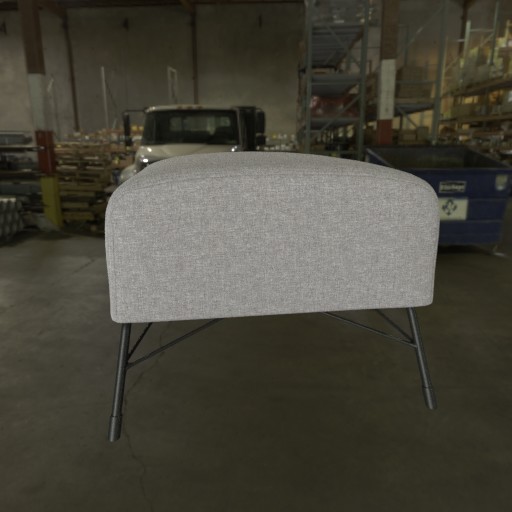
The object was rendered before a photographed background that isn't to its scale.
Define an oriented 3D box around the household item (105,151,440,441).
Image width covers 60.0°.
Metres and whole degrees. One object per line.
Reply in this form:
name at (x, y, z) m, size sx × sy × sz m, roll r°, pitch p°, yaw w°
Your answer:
household item at (0.000, 0.000, 0.895) m, size 0.530 × 0.410 × 0.530 m, roll -2°, pitch 15°, yaw -9°
